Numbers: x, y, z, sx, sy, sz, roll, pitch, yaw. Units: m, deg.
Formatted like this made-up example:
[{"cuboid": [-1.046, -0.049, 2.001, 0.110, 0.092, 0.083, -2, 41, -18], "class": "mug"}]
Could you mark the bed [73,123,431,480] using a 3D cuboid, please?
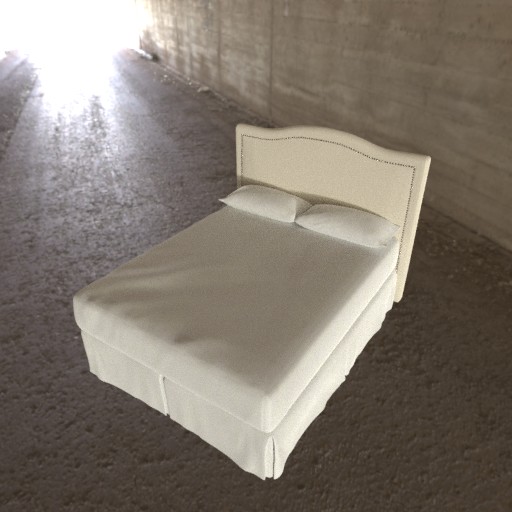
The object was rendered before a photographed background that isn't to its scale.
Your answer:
[{"cuboid": [0.000, 0.000, 3.293, 1.753, 1.460, 2.143, 19, 36, 29], "class": "bed"}]
